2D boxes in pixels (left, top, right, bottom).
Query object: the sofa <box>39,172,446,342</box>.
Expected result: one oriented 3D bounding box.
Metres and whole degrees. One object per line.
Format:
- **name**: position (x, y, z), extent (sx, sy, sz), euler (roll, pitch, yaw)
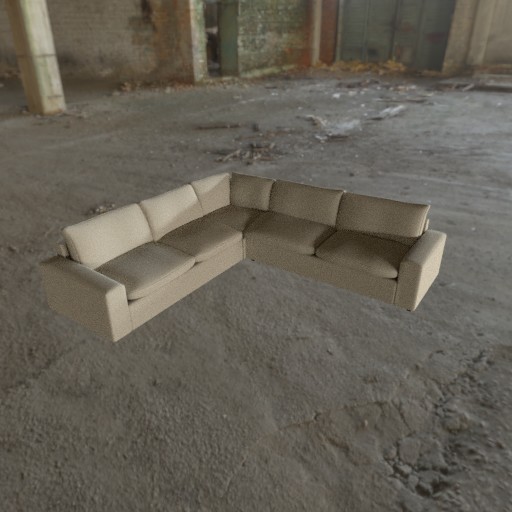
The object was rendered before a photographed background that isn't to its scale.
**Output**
- **sofa**: position (0.000, 0.000, 4.805), extent (3.206, 0.918, 3.066), euler (17, 32, 30)
